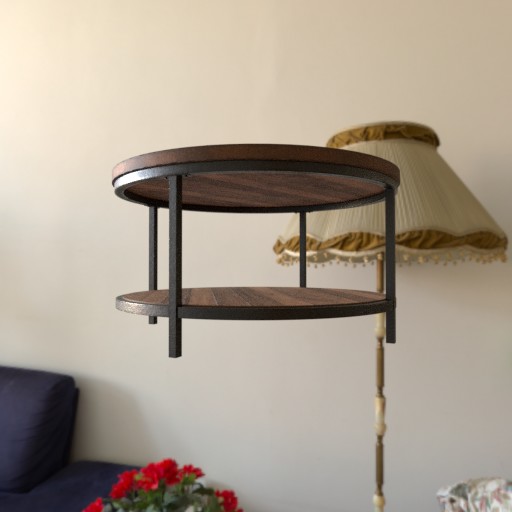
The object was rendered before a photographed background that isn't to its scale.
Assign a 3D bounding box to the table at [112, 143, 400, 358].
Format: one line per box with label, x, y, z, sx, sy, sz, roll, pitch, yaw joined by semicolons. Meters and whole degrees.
table;0.000;0.000;1.350;0.837;0.462;0.837;0;-1;0
